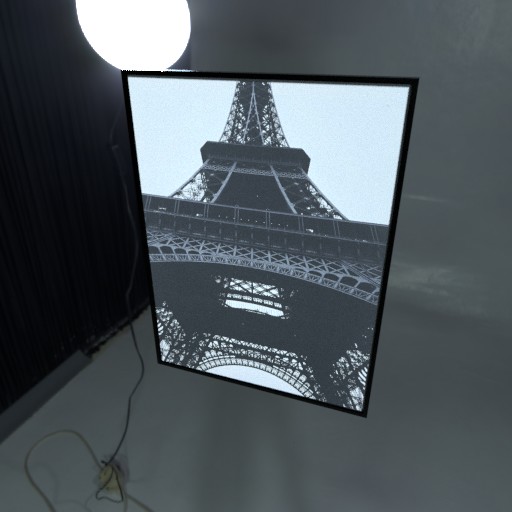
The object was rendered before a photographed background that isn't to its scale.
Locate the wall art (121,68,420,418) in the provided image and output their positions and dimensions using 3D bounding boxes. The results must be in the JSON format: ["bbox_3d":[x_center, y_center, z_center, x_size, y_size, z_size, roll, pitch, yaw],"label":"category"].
[{"bbox_3d":[0.000,0.000,1.387,0.805,1.062,0.040,9,28,18],"label":"wall art"}]
